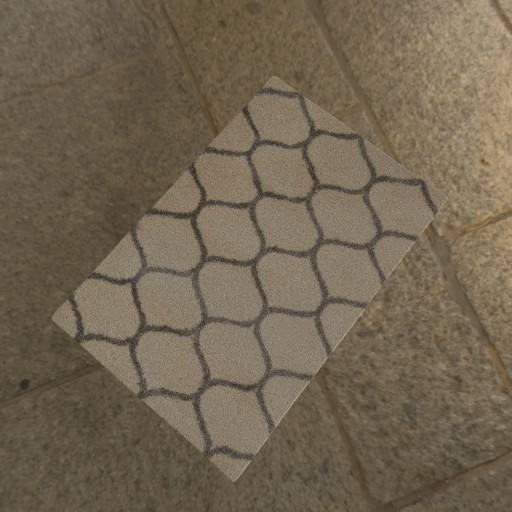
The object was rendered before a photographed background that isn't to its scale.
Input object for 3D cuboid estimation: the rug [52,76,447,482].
[{"bbox_3d":[0.000,0.000,3.450,1.801,0.026,2.701,38,79,9],"label":"rug"}]
